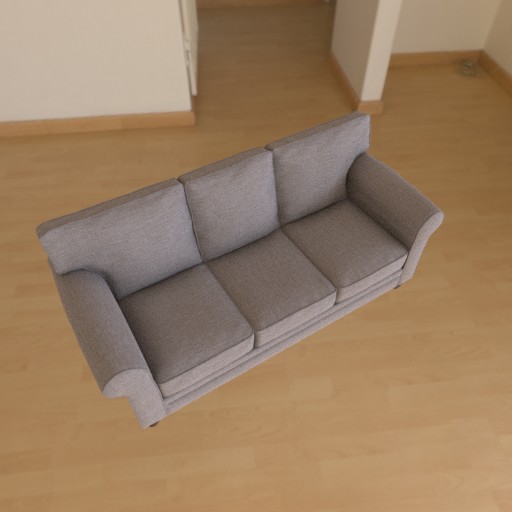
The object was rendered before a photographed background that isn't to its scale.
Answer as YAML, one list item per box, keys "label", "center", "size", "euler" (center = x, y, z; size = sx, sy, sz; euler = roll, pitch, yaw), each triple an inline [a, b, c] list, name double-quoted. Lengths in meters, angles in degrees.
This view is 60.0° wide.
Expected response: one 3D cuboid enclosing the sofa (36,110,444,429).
- label: "sofa"
  center: [0.000, 0.000, 2.574]
  size: [2.084, 0.961, 0.916]
  euler: [-25, 52, -21]
